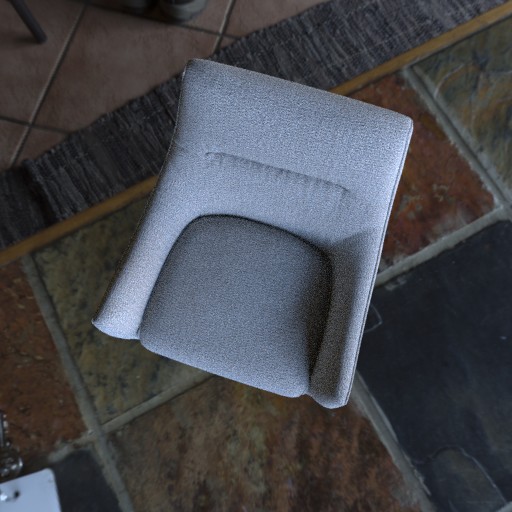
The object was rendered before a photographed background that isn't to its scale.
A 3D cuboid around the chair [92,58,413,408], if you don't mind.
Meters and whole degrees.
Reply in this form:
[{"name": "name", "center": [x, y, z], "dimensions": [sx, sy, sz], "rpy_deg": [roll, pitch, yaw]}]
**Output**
[{"name": "chair", "center": [0.000, 0.000, 1.450], "dimensions": [0.762, 0.838, 0.787], "rpy_deg": [17, 75, 5]}]
